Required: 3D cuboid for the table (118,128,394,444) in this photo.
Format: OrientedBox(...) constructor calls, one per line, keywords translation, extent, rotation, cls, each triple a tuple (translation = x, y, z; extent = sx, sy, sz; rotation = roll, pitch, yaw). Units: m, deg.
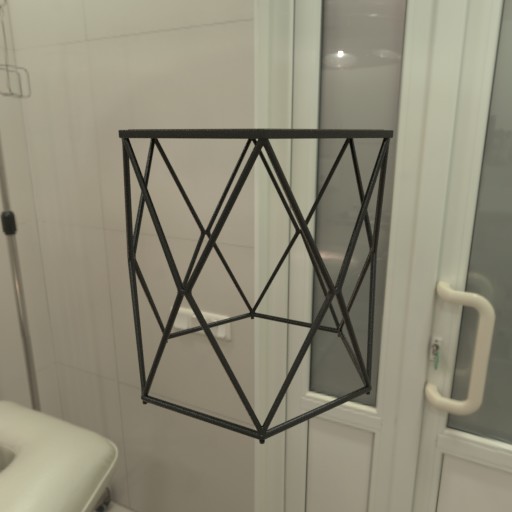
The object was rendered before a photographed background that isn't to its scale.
OrientedBox(translation=(0.000, 0.000, 1.031), extent=(0.578, 0.564, 0.579), rotation=(8, 17, 26), cls="table")
